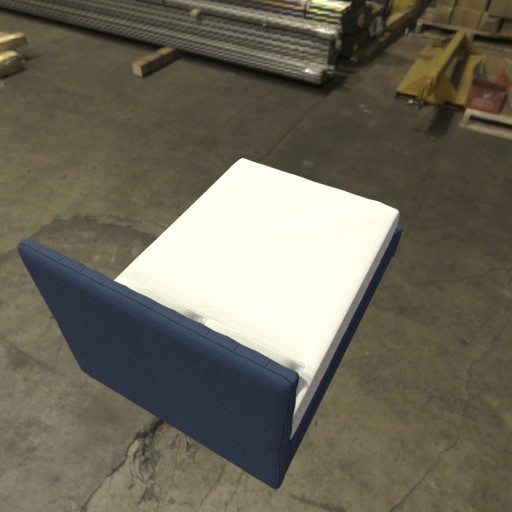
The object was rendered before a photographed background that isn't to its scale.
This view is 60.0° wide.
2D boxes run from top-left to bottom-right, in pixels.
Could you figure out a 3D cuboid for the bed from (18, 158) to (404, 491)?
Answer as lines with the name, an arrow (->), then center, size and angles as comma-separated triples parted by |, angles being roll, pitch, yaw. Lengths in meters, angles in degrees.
bed -> 0.000, 0.000, 3.327 | 1.706, 1.427, 2.387 | 23, 50, 20
